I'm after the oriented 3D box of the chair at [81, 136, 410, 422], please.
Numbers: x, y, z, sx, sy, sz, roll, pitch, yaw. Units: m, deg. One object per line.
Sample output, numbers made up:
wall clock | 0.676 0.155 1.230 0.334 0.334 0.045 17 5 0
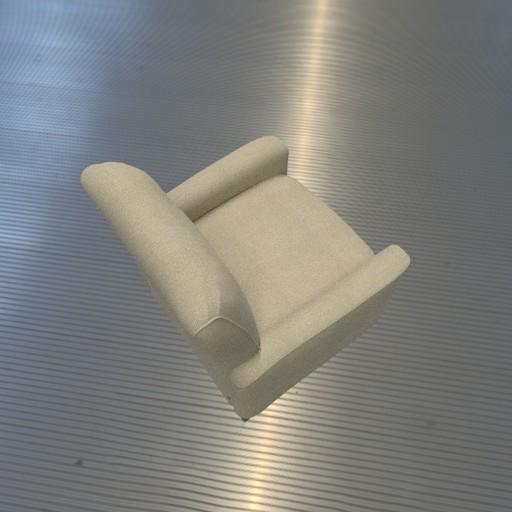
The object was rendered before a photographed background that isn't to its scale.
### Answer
chair | 0.000 0.000 1.688 0.853 1.006 0.850 -33 63 -19
